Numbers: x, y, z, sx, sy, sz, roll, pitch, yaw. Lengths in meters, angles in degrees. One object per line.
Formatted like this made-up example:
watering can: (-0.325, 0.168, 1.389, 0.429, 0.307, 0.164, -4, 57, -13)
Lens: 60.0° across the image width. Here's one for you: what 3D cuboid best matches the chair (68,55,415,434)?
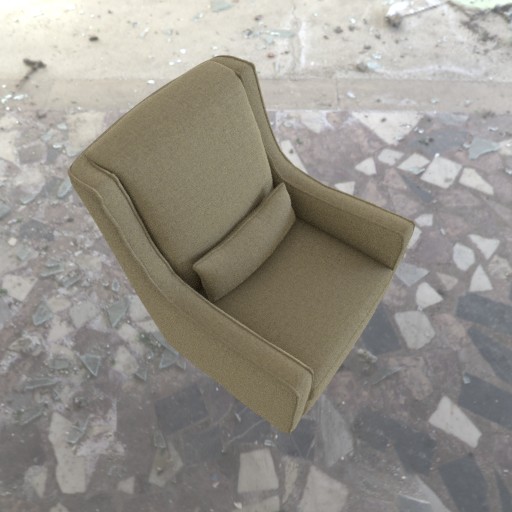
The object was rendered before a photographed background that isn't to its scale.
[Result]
chair: (0.000, 0.000, 1.590, 0.879, 0.993, 0.732, 32, 63, 19)
